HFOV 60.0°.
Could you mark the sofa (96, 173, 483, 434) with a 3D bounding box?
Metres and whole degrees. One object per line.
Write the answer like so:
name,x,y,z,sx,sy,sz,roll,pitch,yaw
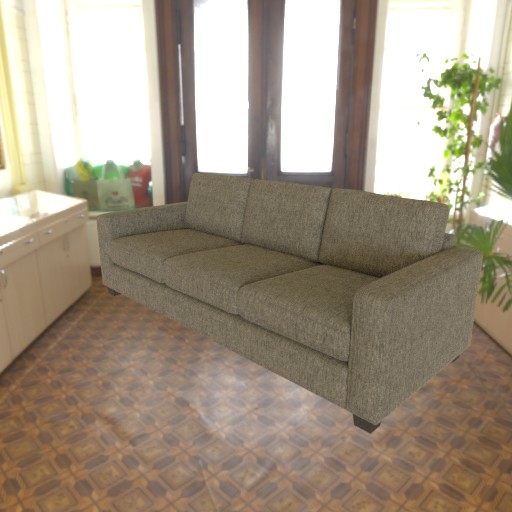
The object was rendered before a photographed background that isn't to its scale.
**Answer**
sofa,0.000,0.000,2.549,0.900,0.800,2.160,-15,22,-42
